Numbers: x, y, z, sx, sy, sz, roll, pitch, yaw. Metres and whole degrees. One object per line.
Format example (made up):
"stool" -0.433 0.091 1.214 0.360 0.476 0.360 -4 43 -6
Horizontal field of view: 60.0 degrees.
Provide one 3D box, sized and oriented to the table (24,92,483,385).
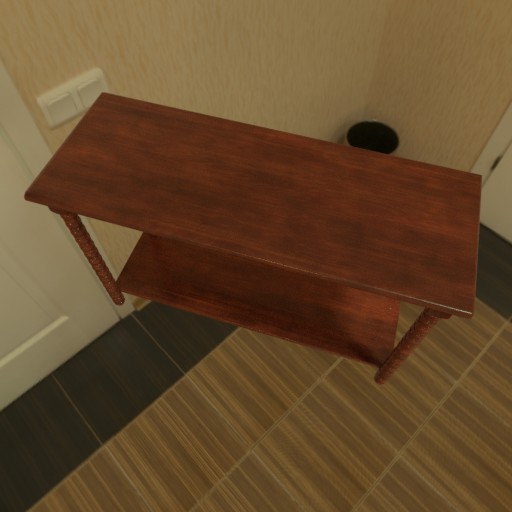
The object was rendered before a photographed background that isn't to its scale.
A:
"table" 0.000 0.000 1.525 1.184 0.740 0.459 15 59 9
